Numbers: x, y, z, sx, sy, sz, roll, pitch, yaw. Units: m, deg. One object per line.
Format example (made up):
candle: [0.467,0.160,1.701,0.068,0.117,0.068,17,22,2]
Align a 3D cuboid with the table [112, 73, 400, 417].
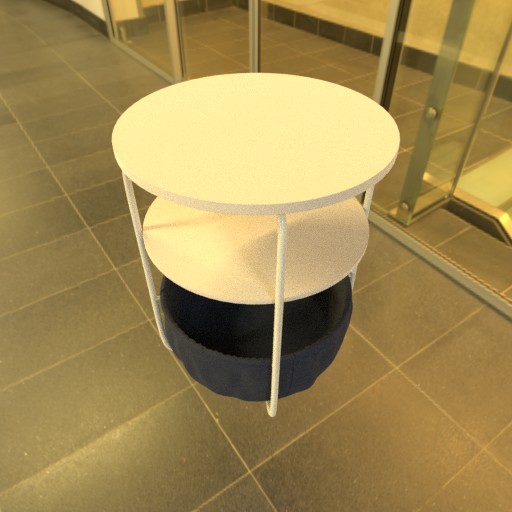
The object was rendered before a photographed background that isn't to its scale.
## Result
table: [0.000,0.000,0.839,0.418,0.532,0.418,26,48,26]
